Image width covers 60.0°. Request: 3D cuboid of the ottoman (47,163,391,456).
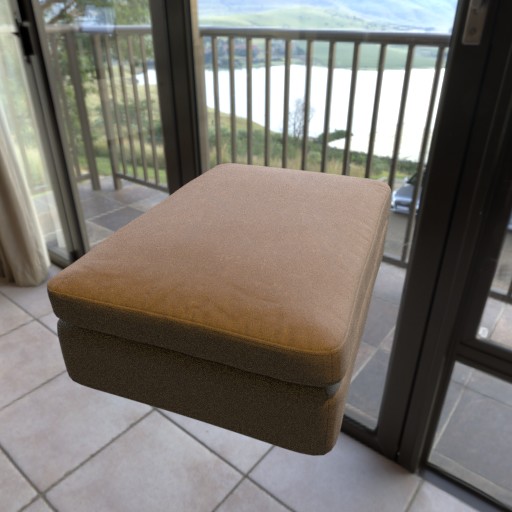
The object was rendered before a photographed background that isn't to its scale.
[{"bbox_3d":[0.000,0.000,1.612,0.840,0.429,1.199,10,31,18],"label":"ottoman"}]
